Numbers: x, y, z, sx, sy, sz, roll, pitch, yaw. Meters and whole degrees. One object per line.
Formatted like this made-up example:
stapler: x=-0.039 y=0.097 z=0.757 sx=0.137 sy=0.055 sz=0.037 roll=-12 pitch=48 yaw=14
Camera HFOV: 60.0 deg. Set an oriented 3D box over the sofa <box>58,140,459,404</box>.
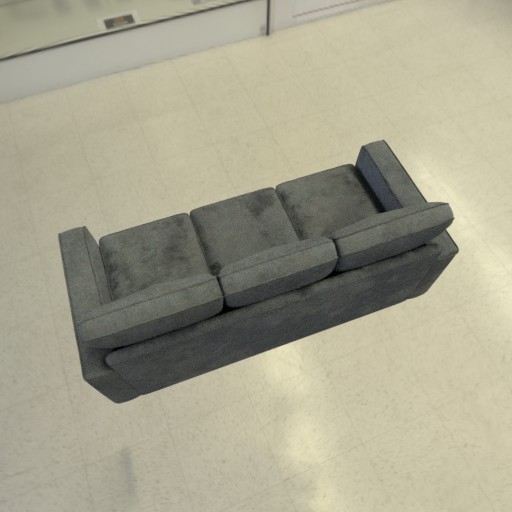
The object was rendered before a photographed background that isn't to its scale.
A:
sofa: x=0.000 y=0.000 z=2.671 sx=2.133 sy=0.965 sz=0.939 roll=-18 pitch=62 yaw=-10
